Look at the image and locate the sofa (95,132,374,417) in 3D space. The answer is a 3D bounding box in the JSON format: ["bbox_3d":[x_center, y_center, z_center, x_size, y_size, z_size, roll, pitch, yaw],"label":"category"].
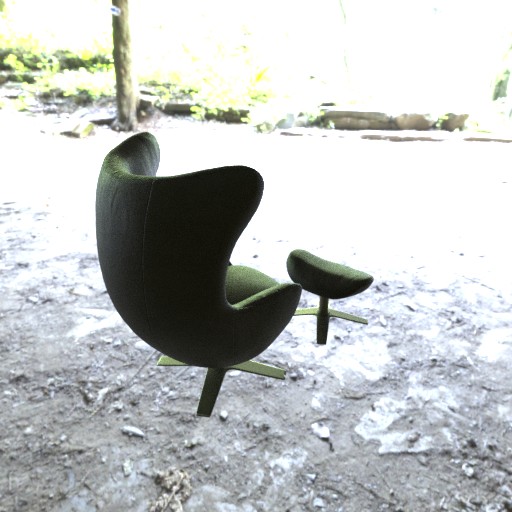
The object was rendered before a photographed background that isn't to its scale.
[{"bbox_3d":[0.000,0.000,2.153,1.444,1.135,0.894,-17,30,-32],"label":"sofa"}]
